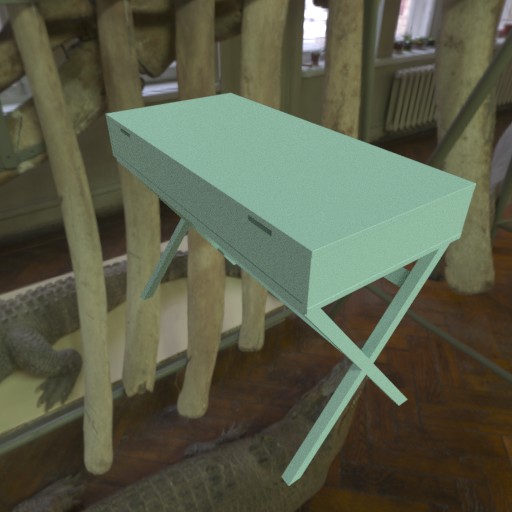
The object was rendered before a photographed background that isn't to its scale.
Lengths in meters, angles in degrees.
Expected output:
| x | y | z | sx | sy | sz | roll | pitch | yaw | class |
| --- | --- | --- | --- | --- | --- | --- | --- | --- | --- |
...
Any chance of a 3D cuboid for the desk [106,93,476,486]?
| x | y | z | sx | sy | sz | roll | pitch | yaw | class |
| --- | --- | --- | --- | --- | --- | --- | --- | --- | --- |
| 0.000 | 0.000 | 1.481 | 0.509 | 0.780 | 1.059 | -21 | 39 | -29 | desk |
